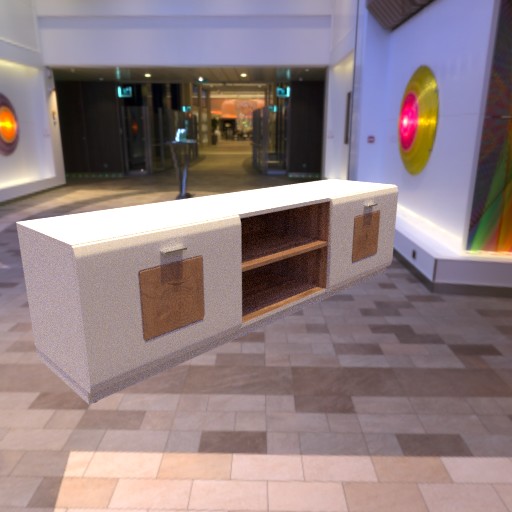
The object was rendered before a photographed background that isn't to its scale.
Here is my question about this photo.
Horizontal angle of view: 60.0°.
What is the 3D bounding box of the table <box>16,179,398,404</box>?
[{"bbox_3d":[0.000,0.000,1.725,0.400,0.440,1.550,15,22,42],"label":"table"}]
